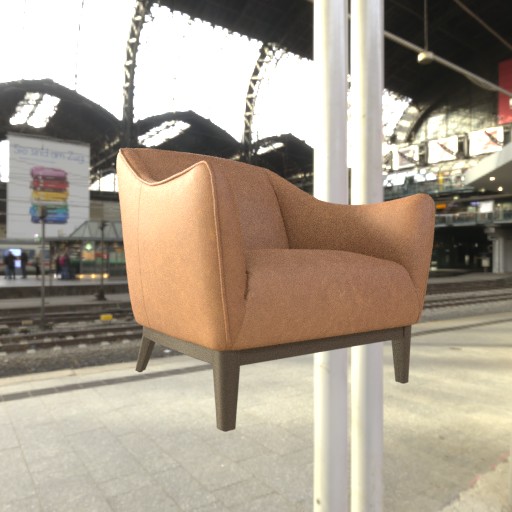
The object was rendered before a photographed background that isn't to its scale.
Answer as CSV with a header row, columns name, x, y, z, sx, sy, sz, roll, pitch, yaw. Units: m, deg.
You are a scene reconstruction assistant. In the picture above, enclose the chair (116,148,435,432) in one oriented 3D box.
name,x,y,z,sx,sy,sz,roll,pitch,yaw
chair,0.000,0.000,1.525,0.871,0.830,0.852,0,-1,-36
